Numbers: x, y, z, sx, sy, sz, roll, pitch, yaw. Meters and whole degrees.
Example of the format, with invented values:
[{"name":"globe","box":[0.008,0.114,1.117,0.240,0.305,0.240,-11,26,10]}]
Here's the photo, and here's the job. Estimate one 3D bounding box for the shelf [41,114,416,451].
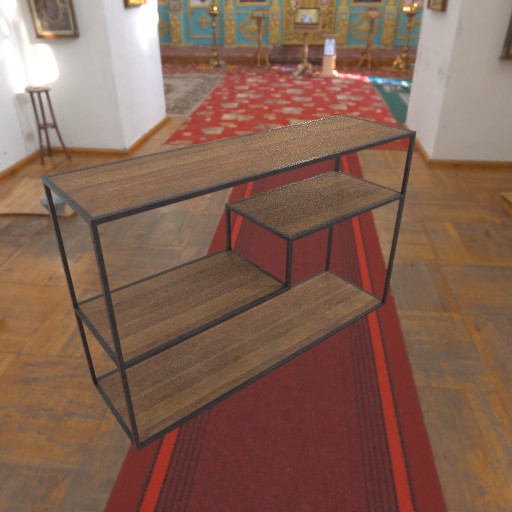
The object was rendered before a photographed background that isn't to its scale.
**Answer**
[{"name":"shelf","box":[0.000,0.000,1.585,1.201,0.765,0.361,-22,36,-33]}]
